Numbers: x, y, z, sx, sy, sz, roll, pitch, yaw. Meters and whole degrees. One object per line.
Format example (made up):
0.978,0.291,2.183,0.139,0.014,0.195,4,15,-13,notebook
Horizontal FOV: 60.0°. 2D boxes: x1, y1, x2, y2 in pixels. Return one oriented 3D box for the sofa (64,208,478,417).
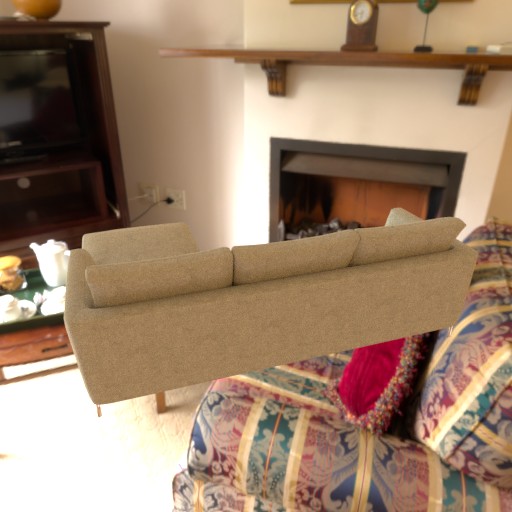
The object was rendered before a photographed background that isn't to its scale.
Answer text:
0.000,0.000,3.155,2.438,0.864,1.626,-8,28,-16,sofa
